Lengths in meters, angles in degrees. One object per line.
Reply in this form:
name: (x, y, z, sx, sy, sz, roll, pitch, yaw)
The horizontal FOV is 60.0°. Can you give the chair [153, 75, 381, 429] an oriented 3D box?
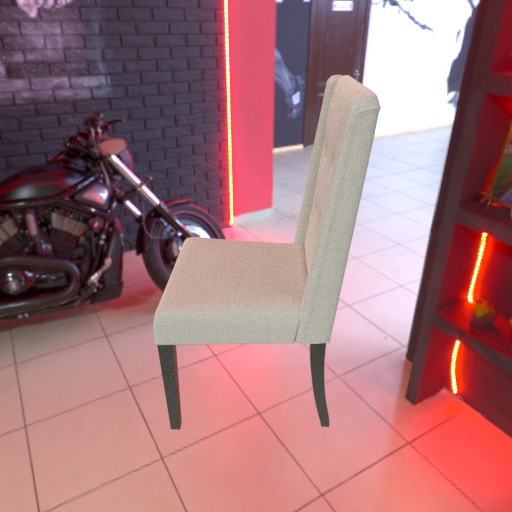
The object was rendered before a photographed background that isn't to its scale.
chair: (0.000, 0.000, 1.303, 0.523, 0.961, 0.474, 1, 28, 2)
